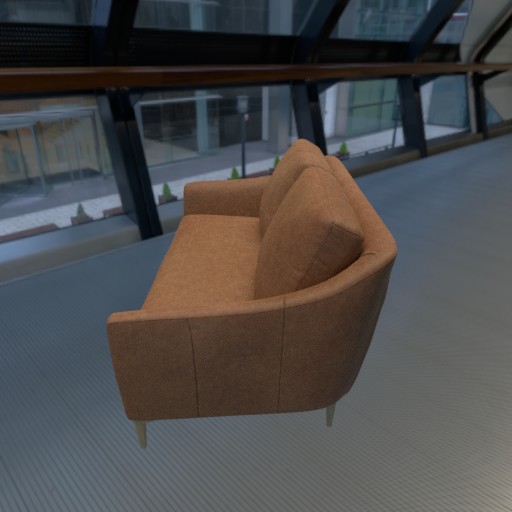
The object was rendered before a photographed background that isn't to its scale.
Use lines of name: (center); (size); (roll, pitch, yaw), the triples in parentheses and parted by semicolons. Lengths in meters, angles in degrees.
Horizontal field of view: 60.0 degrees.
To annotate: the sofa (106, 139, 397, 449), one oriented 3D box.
sofa: (0.000, 0.000, 2.165); (0.960, 0.902, 1.619); (0, 25, 1)
